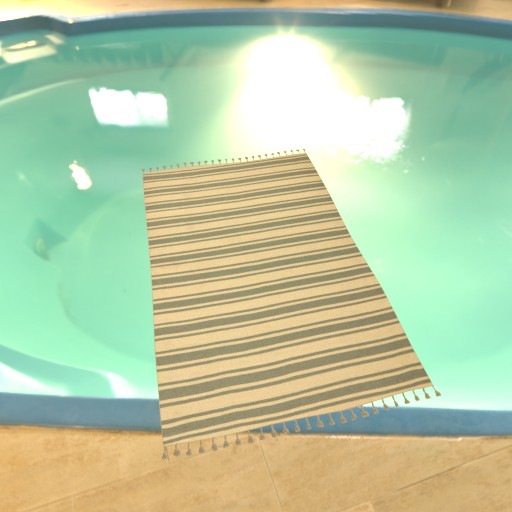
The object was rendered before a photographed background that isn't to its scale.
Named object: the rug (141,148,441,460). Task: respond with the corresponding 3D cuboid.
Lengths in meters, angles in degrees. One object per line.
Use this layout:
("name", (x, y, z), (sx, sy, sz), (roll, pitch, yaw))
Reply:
("rug", (0.000, 0.000, 2.554), (1.222, 0.009, 2.084), (-9, 46, -9))
